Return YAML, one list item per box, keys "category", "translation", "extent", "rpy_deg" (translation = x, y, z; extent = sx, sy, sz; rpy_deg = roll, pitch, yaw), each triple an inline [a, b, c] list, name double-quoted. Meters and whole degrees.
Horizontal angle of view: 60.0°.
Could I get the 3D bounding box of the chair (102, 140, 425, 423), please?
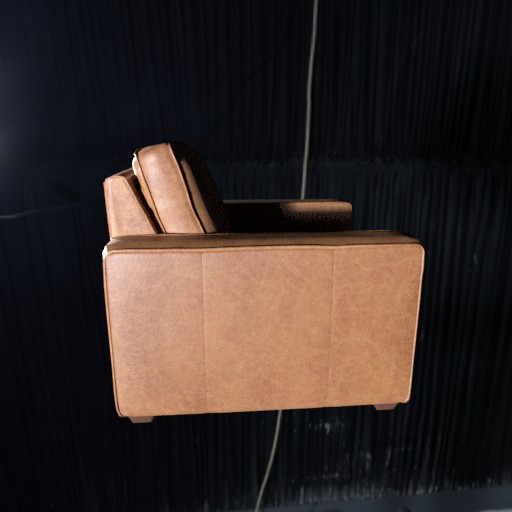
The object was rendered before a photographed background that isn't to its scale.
- category: "chair"
  translation: [0.000, 0.000, 1.792]
  extent: [1.027, 0.901, 0.987]
  rpy_deg: [-2, 16, -8]
